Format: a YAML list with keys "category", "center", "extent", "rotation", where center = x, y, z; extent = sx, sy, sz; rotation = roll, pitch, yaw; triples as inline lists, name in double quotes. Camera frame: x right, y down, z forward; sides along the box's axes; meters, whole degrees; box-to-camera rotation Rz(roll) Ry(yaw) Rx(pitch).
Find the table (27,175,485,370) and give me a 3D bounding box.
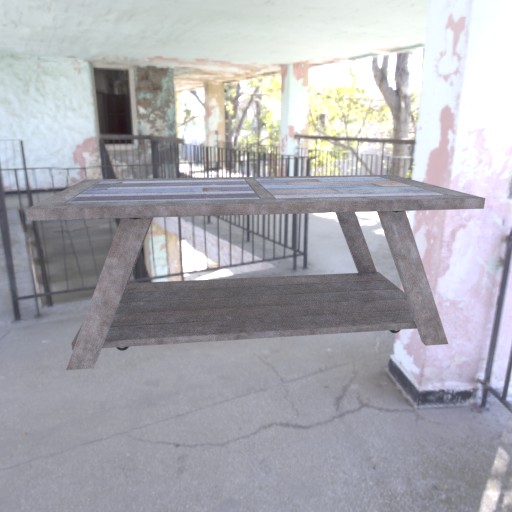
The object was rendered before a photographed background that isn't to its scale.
- category: "table"
  center: [0.000, 0.000, 1.523]
  extent: [1.219, 0.470, 0.610]
  rotation: [-2, 17, -7]
